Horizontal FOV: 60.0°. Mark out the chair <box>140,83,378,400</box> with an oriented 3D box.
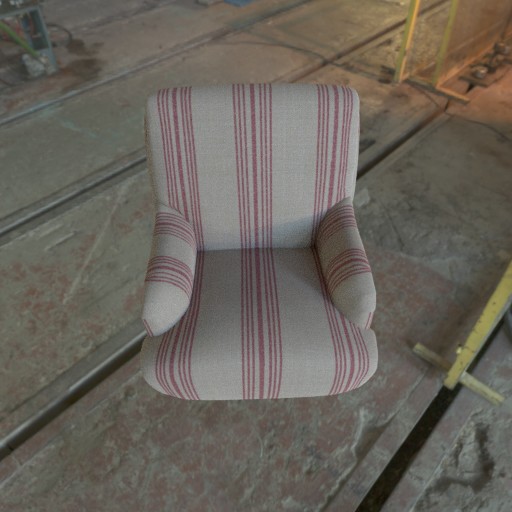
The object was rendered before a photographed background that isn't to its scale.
[{"bbox_3d":[0.000,0.000,1.906,0.933,1.123,1.058,-2,47,-2],"label":"chair"}]
